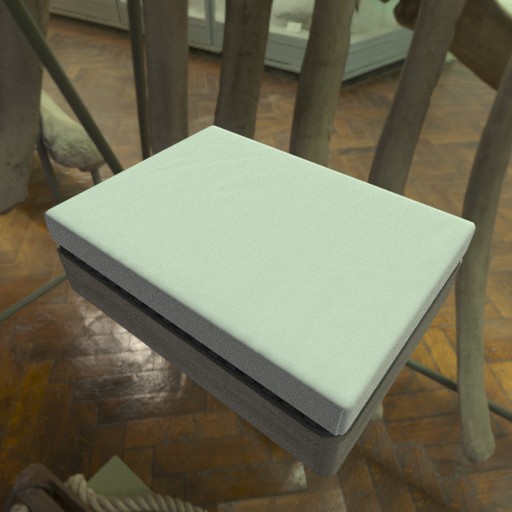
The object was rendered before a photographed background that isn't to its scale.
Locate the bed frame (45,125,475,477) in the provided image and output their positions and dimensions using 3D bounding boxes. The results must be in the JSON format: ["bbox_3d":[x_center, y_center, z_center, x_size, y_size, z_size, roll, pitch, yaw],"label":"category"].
[{"bbox_3d":[0.000,0.000,2.540,1.900,0.561,1.400,28,49,28],"label":"bed frame"}]
